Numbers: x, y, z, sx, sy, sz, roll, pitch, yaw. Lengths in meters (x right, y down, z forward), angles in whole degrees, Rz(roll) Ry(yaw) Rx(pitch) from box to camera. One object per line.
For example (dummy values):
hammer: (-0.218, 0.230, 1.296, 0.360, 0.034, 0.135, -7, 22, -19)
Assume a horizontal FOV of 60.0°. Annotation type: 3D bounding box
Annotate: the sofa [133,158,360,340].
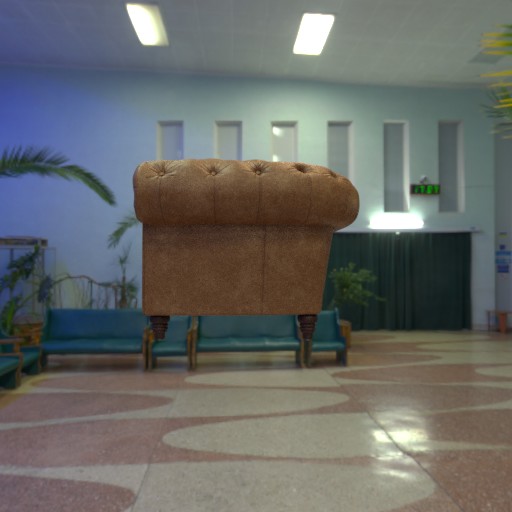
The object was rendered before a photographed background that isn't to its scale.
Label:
sofa: (0.000, 0.000, 2.845, 0.989, 0.760, 2.365, 0, -1, 0)
